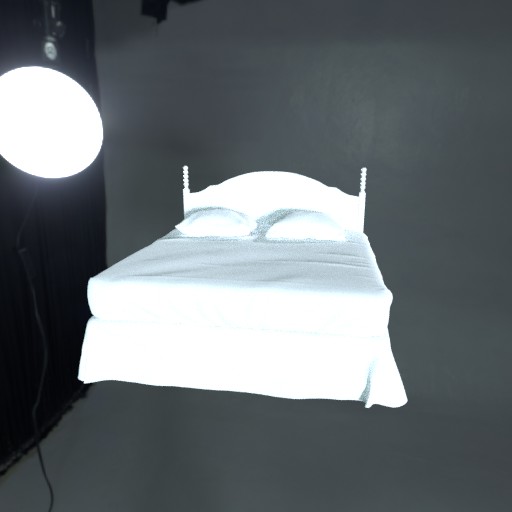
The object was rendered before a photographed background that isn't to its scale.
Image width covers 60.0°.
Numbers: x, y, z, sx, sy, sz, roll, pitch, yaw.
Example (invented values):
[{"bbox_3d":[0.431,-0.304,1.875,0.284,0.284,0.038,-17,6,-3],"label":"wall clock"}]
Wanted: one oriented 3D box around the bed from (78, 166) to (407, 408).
[{"bbox_3d":[0.000,0.000,3.738,2.322,1.355,2.219,2,15,9],"label":"bed"}]
